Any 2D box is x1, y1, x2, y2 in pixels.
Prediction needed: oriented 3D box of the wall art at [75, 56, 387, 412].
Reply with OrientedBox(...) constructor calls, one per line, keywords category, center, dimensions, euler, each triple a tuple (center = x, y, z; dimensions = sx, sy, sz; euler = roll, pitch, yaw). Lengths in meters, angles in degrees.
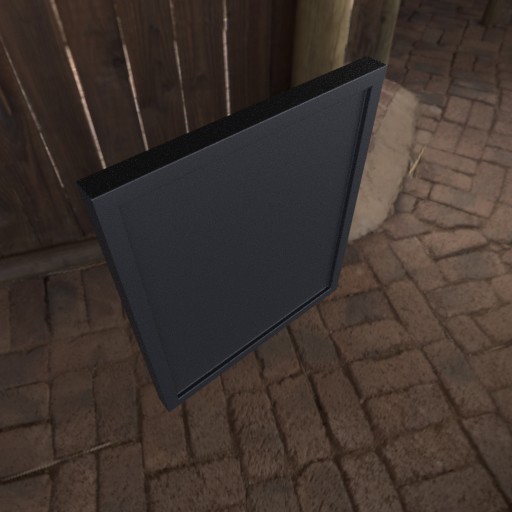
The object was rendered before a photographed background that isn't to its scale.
OrientedBox(category="wall art", center=(0.000, 0.000, 0.535), dimensions=(0.328, 0.381, 0.028), euler=(-32, 56, -25))
